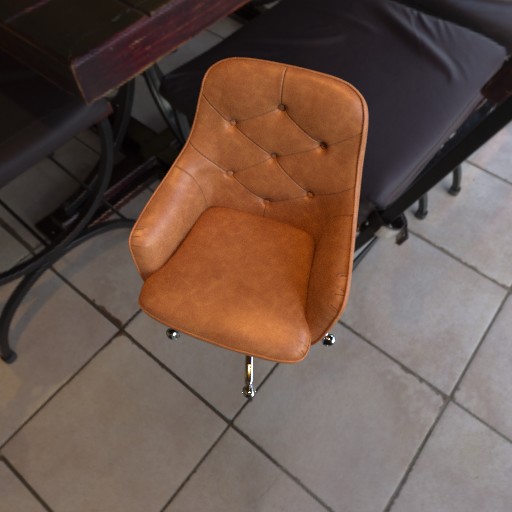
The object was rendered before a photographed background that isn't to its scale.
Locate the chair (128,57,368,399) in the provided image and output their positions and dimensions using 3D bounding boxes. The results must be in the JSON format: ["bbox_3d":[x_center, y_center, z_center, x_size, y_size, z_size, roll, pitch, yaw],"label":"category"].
[{"bbox_3d":[0.000,0.000,1.339,0.628,0.909,0.615,17,60,10],"label":"chair"}]
